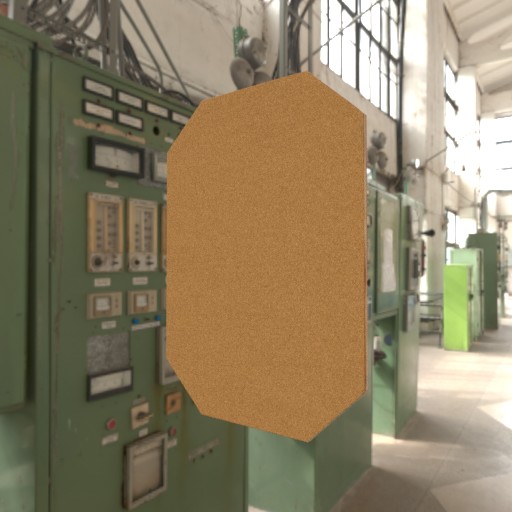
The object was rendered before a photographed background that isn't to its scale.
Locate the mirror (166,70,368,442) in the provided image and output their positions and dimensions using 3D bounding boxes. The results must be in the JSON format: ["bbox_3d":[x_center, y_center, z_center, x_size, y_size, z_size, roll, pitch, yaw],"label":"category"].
[{"bbox_3d":[0.000,0.000,1.345,0.709,1.015,0.061,-1,-1,35],"label":"mirror"}]
